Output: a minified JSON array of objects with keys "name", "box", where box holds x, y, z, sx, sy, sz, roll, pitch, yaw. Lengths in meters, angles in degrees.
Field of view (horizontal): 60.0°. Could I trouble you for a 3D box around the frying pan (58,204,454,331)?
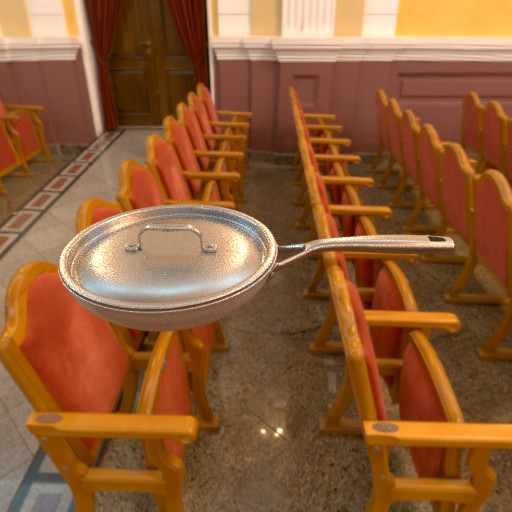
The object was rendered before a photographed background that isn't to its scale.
[{"name":"frying pan","box":[0.000,0.000,0.572,0.490,0.086,0.272,1,30,2]}]
